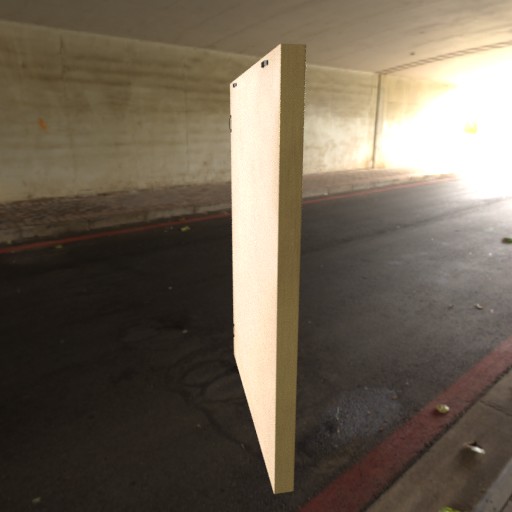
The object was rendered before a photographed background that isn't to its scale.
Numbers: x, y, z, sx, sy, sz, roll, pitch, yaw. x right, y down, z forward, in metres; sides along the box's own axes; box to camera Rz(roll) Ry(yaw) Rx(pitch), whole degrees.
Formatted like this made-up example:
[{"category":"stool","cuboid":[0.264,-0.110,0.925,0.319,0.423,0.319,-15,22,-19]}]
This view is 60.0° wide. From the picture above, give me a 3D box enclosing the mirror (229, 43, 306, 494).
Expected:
[{"category":"mirror","cuboid":[0.000,0.000,0.910,0.040,0.710,0.507,-3,16,-10]}]
